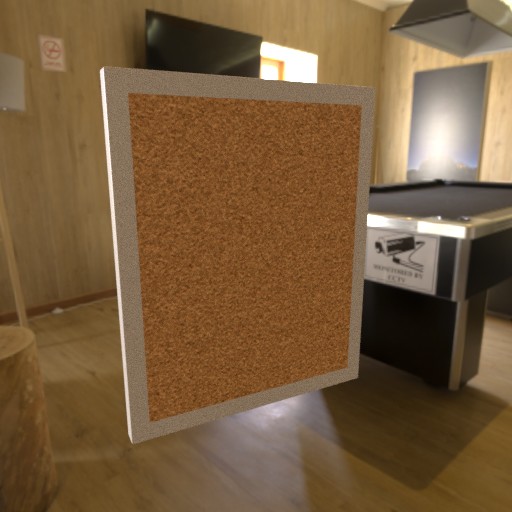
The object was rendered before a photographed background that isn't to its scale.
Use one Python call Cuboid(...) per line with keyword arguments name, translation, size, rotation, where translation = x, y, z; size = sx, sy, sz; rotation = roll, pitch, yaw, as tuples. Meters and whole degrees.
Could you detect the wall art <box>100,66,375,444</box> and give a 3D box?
Cuboid(name="wall art", translation=(0.000, 0.000, 0.745), size=(0.454, 0.556, 0.028), rotation=(-7, 16, -27))
